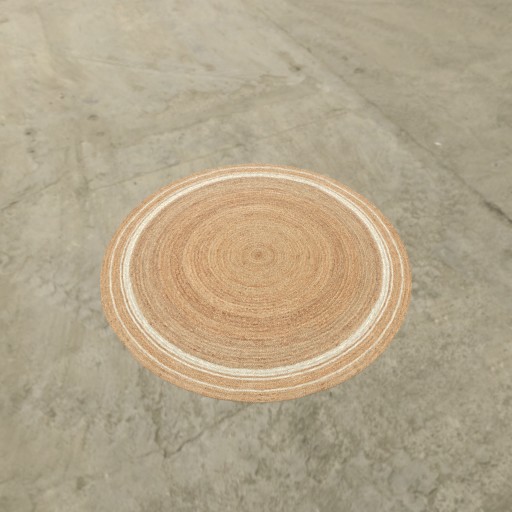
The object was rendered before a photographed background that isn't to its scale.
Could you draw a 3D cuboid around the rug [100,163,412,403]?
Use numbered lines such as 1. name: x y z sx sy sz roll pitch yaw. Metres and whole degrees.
1. rug: 0.000 0.000 3.574 2.444 0.015 2.444 0 48 0
